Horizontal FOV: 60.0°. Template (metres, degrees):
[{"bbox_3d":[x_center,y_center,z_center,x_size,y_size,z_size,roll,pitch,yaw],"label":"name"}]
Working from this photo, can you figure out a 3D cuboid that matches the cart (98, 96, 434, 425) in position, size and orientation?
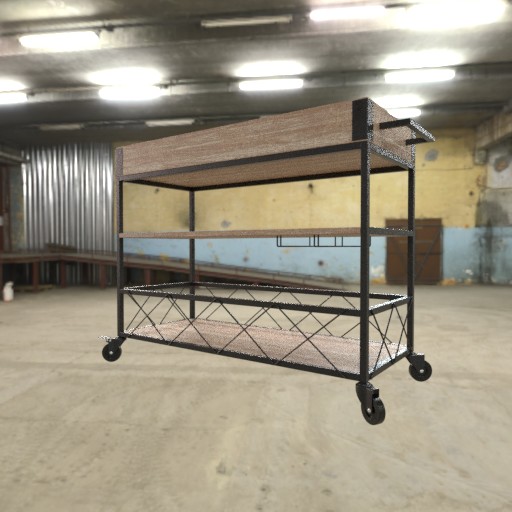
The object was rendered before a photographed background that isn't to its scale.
[{"bbox_3d":[0.000,0.000,1.512,1.101,0.787,0.500,1,2,36],"label":"cart"}]
